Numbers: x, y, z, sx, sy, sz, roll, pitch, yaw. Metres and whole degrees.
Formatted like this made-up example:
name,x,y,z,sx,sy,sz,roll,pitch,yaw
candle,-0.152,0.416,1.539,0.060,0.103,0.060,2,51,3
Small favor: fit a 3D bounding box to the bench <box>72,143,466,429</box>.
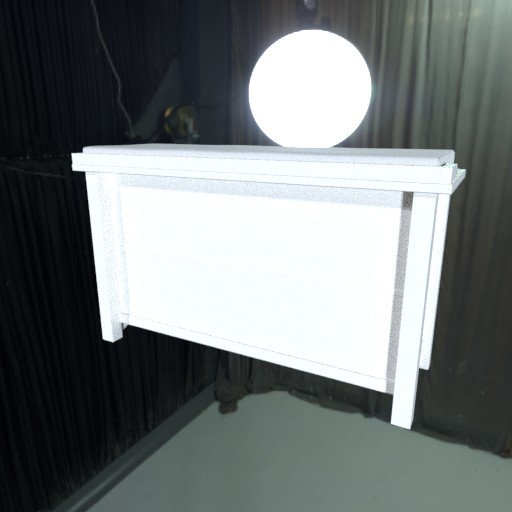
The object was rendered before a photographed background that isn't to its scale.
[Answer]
name,x,y,z,sx,sy,sz,roll,pitch,yaw
bench,0.000,0.000,1.236,0.987,0.589,0.346,8,18,27
